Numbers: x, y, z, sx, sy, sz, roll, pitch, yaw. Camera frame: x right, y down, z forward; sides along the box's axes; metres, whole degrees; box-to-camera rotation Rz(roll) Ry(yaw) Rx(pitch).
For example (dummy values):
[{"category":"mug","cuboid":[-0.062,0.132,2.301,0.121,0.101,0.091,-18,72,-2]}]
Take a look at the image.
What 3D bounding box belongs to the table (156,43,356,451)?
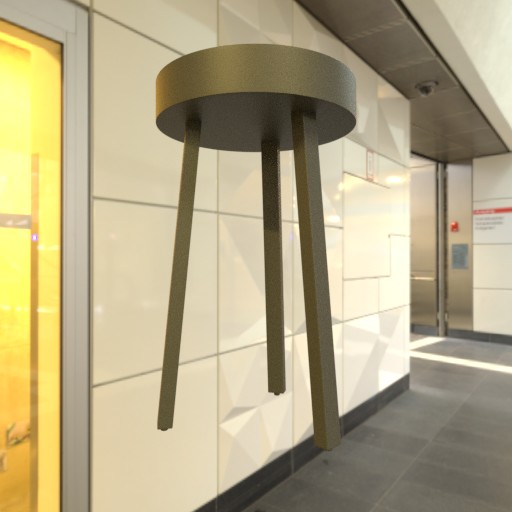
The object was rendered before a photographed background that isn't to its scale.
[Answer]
[{"category":"table","cuboid":[0.000,0.000,0.919,0.406,0.686,0.406,0,0,17]}]
